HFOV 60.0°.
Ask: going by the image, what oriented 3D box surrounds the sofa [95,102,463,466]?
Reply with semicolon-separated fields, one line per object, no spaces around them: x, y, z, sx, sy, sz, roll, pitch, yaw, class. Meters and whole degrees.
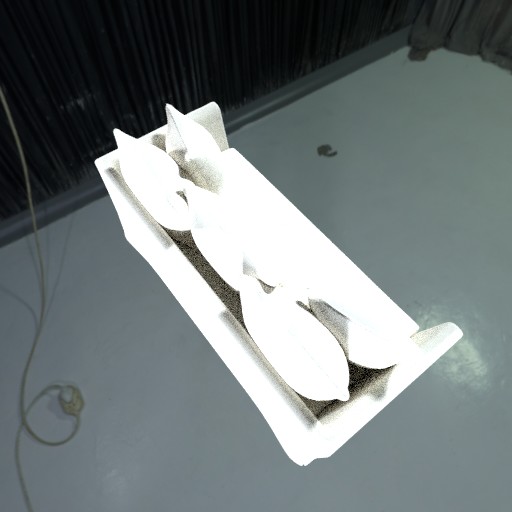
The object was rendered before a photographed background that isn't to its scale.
0.000;0.000;2.801;1.031;1.034;2.290;-33;64;-19;sofa
